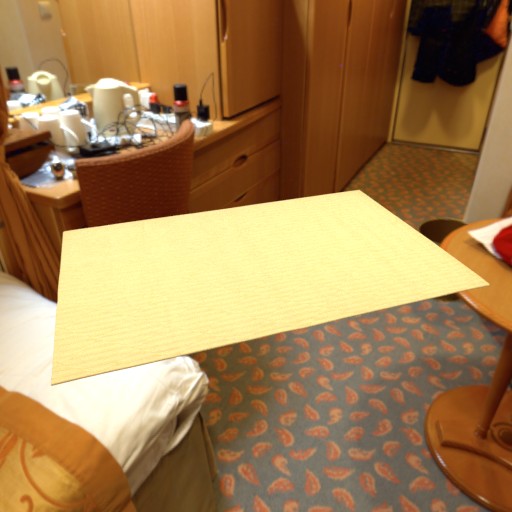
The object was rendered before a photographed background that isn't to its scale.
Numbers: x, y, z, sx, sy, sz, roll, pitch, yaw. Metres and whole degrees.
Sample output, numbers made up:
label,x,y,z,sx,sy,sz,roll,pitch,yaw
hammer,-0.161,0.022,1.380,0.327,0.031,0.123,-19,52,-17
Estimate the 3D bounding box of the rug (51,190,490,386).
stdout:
label,x,y,z,sx,sy,sz,roll,pitch,yaw
rug,0.000,0.000,2.921,2.441,0.014,1.531,-10,33,-16
